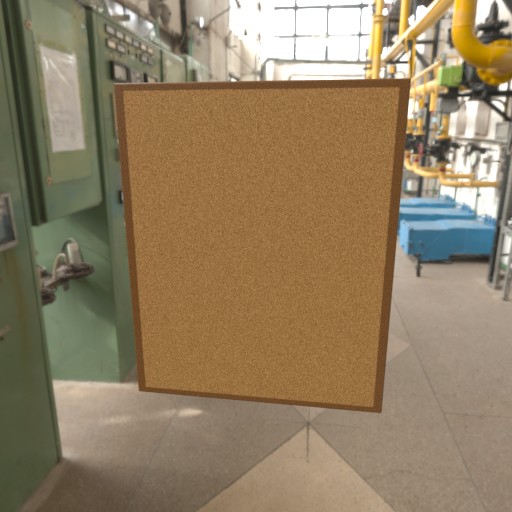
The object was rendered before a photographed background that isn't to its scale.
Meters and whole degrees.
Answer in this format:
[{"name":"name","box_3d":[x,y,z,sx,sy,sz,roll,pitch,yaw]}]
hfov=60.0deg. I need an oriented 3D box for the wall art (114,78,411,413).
[{"name":"wall art","box_3d":[0.000,0.000,0.746,0.449,0.550,0.021,2,16,8]}]
